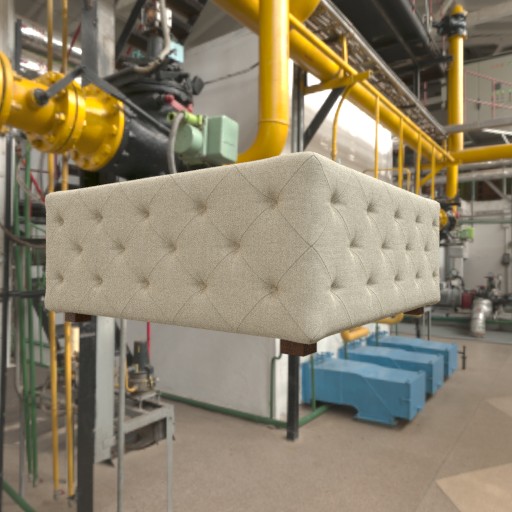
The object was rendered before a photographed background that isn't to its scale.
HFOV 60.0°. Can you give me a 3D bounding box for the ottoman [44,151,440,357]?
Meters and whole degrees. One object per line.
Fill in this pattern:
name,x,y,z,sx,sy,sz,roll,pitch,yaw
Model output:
ottoman,0.000,0.000,1.592,1.028,0.439,1.028,0,0,36
